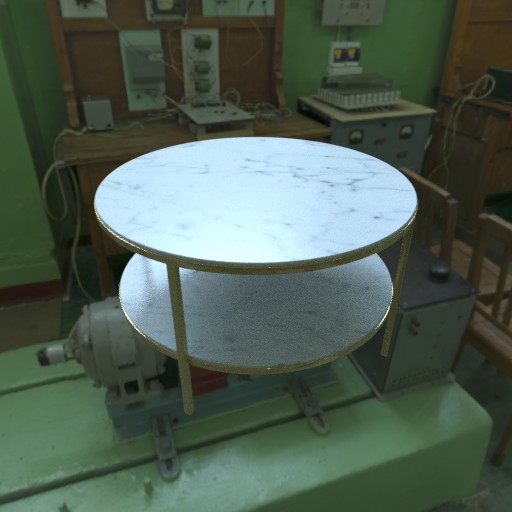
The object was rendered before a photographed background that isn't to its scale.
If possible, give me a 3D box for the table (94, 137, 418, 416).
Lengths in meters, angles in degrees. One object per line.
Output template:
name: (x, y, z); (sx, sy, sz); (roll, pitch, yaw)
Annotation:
table: (0.000, 0.000, 1.259); (0.800, 0.450, 0.800); (0, 31, 0)
